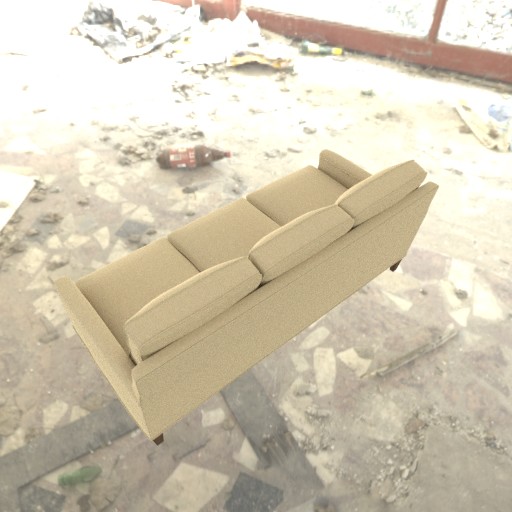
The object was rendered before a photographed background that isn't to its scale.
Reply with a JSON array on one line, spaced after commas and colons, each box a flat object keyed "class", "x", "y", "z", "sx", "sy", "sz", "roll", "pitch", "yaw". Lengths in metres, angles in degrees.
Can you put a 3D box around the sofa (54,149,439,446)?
[{"class": "sofa", "x": 0.000, "y": 0.000, "z": 2.859, "sx": 2.246, "sy": 1.003, "sz": 1.084, "roll": -30, "pitch": 52, "yaw": -27}]
